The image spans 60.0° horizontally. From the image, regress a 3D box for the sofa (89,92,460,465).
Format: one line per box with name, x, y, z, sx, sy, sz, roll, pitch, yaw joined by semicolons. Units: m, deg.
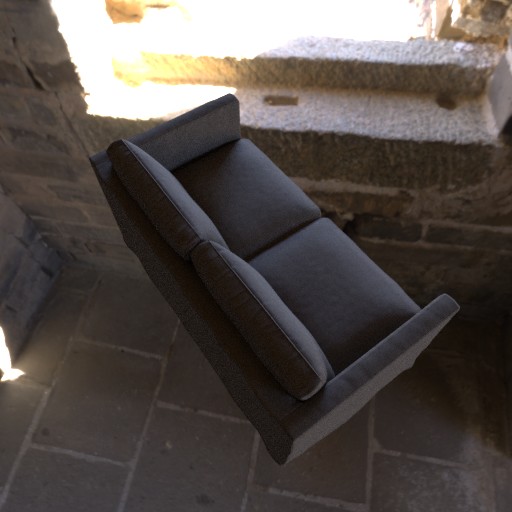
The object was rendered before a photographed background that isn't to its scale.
sofa;0.000;0.000;2.389;0.974;0.854;1.802;-32;63;-18
